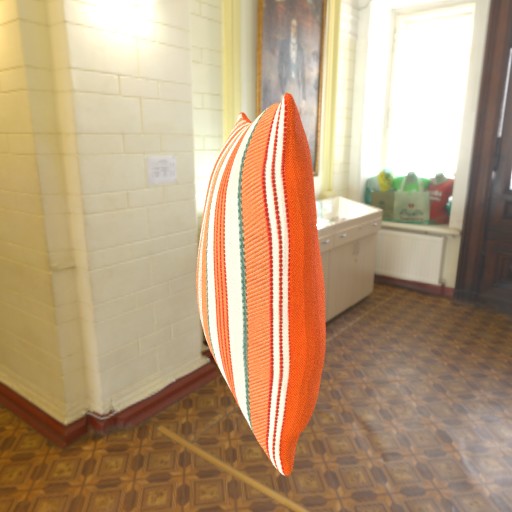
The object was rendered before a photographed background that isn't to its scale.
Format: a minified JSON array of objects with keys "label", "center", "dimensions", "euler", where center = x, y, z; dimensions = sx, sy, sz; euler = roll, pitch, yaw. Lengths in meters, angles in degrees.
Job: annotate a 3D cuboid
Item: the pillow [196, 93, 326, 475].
[{"label":"pillow","center":[0.000,0.000,0.675],"dimensions":[0.182,0.441,0.440],"euler":[-2,15,-7]}]
